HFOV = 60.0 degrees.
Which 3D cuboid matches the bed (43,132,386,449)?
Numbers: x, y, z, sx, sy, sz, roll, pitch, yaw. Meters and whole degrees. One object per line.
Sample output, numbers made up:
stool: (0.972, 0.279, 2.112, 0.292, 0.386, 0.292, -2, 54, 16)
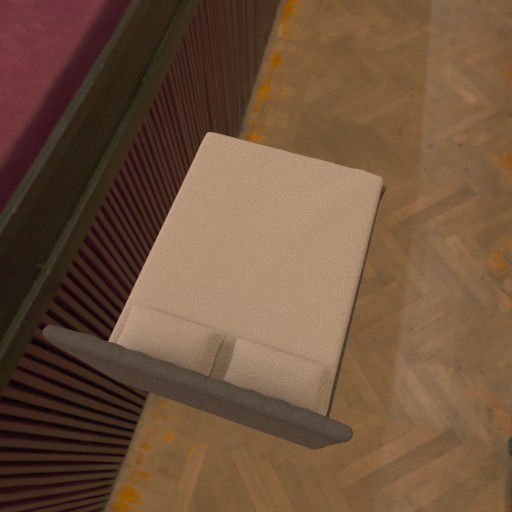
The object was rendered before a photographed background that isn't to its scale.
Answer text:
bed: (0.000, 0.000, 3.305, 1.698, 1.427, 2.231, 17, 66, 7)
